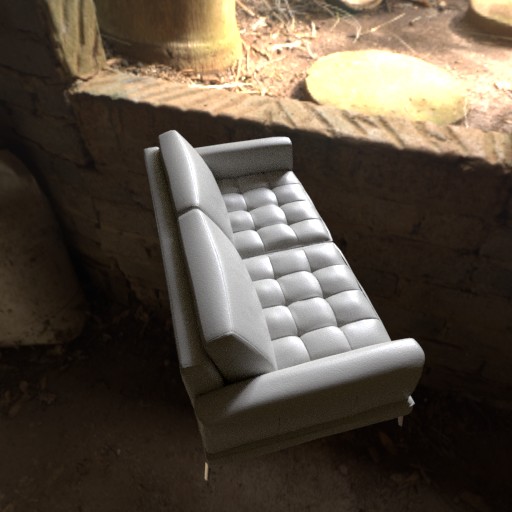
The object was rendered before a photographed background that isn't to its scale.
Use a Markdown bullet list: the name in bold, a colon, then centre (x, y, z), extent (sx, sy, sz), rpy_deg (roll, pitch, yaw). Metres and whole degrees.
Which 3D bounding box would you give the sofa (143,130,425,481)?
- **sofa**: centre (0.000, 0.000, 2.739), extent (1.121, 0.930, 2.177), rpy_deg (-11, 46, -11)
